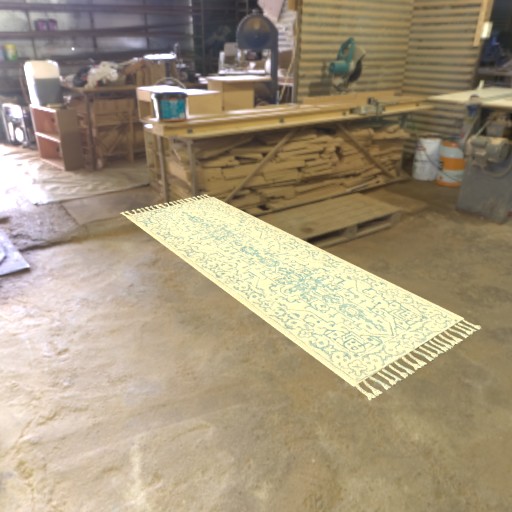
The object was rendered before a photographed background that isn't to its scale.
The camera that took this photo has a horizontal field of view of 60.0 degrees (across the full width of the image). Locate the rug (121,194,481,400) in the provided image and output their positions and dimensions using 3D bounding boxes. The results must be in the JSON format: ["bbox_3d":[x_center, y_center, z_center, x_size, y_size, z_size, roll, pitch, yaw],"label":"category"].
[{"bbox_3d":[0.000,0.000,2.704,0.774,0.011,2.449,-18,31,-32],"label":"rug"}]
